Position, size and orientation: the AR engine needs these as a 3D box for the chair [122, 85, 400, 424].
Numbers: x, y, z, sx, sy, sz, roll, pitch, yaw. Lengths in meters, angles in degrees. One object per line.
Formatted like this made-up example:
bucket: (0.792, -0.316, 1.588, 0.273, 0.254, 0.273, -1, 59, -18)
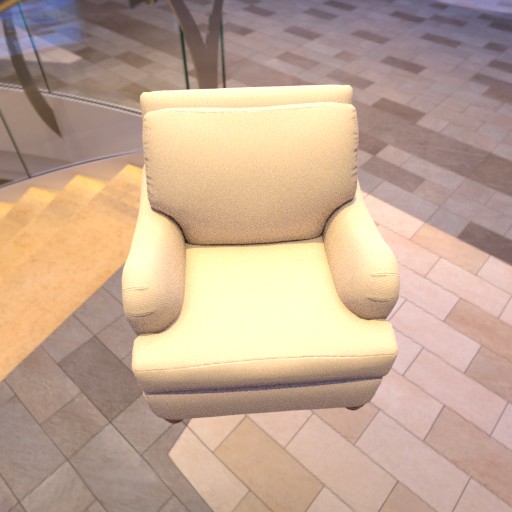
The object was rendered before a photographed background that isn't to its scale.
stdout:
chair: (0.000, 0.000, 1.828, 0.955, 1.038, 1.070, -3, 47, -3)
